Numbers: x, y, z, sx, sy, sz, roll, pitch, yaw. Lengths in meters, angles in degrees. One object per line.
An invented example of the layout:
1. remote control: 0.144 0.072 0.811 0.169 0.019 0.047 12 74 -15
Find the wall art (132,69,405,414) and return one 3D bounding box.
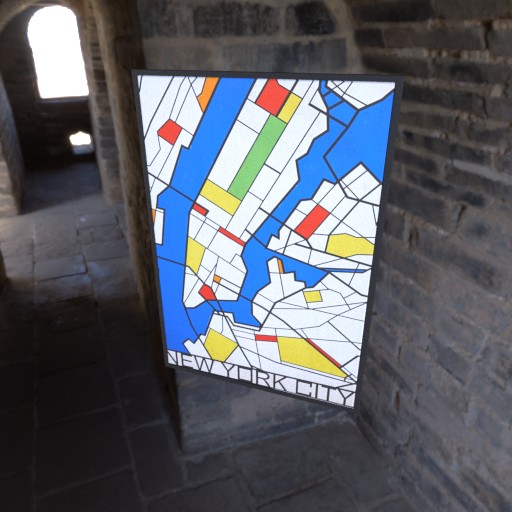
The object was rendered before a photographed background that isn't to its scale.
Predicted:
1. wall art: 0.000 0.000 0.860 0.460 0.660 0.013 9 27 17
